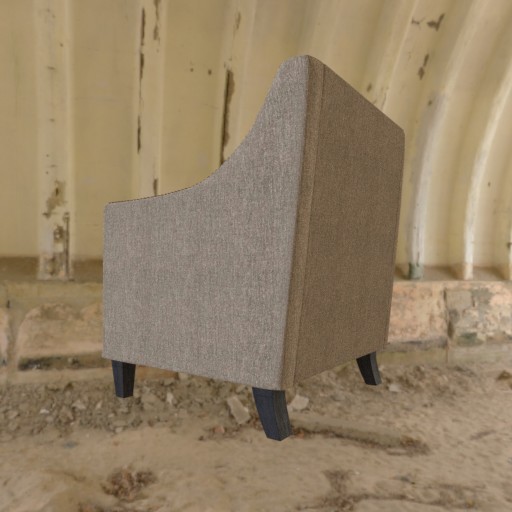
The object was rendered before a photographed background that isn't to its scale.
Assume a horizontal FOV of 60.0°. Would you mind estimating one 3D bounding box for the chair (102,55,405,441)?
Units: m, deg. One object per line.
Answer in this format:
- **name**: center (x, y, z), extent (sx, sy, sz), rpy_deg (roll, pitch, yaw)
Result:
- **chair**: center (0.000, 0.000, 1.618), extent (0.884, 0.967, 0.776), rpy_deg (-1, -3, 36)
